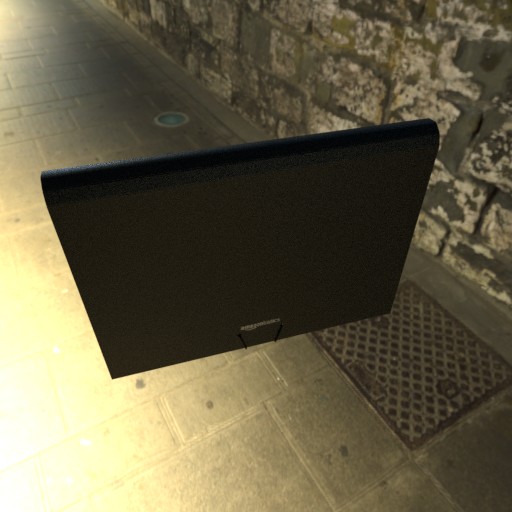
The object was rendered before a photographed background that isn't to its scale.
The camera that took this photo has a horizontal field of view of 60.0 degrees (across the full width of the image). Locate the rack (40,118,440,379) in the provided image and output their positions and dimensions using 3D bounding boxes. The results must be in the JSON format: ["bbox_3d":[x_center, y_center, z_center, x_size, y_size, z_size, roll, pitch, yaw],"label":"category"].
[{"bbox_3d":[0.000,0.000,0.441,0.330,0.241,0.041,-11,43,-12],"label":"rack"}]
